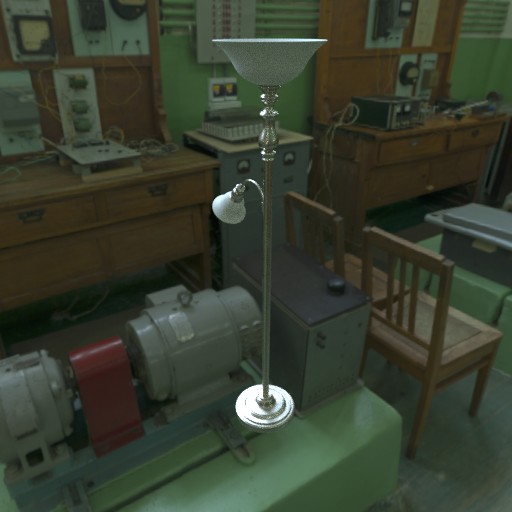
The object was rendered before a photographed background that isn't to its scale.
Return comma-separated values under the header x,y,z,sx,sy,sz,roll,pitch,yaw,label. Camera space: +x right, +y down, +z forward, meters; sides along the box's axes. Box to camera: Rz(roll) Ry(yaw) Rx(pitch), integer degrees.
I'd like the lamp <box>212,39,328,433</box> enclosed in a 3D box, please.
x,y,z,sx,sy,sz,roll,pitch,yaw,label
0.000,0.000,2.033,0.405,1.785,0.575,-18,32,-31,lamp
